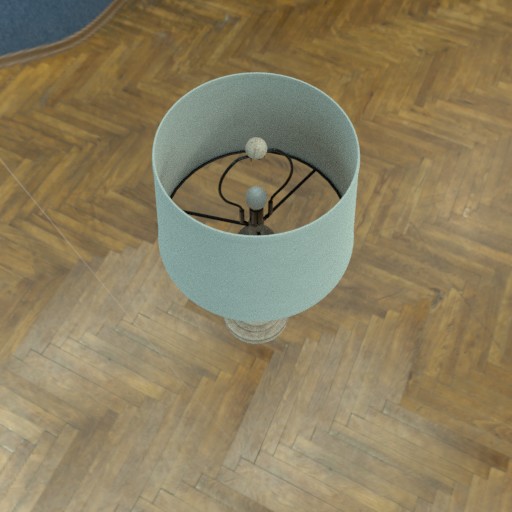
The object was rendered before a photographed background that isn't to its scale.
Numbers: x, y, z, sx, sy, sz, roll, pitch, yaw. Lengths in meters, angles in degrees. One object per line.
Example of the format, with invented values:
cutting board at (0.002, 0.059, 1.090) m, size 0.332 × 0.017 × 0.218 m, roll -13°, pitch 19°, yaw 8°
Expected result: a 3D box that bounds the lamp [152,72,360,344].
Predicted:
lamp at (0.000, 0.000, 0.875) m, size 0.340 × 0.678 × 0.340 m, roll 0°, pitch 64°, yaw 0°
